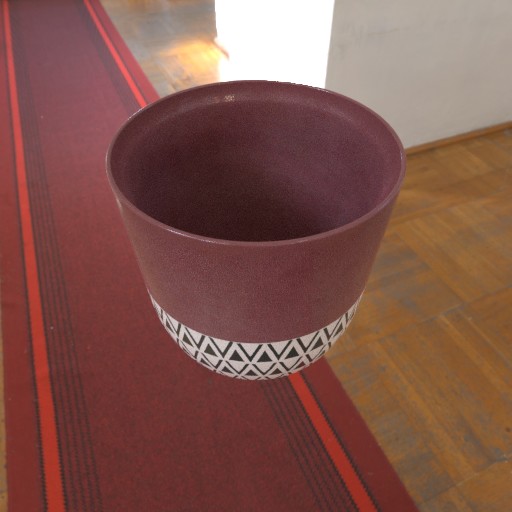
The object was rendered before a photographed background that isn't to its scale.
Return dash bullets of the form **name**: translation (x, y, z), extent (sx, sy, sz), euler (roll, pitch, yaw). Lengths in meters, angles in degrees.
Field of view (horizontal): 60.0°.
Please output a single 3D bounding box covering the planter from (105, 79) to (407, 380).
- **planter**: translation (0.000, 0.000, 0.370), extent (0.195, 0.214, 0.195), euler (0, 46, 0)
